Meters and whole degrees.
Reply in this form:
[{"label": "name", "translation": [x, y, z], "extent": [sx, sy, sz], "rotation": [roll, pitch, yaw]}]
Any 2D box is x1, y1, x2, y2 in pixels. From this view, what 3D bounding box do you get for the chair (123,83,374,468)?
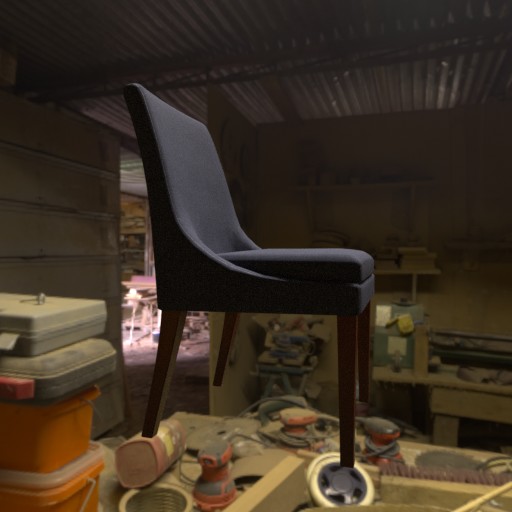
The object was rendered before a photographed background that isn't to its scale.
[{"label": "chair", "translation": [0.000, 0.000, 1.321], "extent": [0.655, 0.952, 0.508], "rotation": [0, 1, 18]}]
